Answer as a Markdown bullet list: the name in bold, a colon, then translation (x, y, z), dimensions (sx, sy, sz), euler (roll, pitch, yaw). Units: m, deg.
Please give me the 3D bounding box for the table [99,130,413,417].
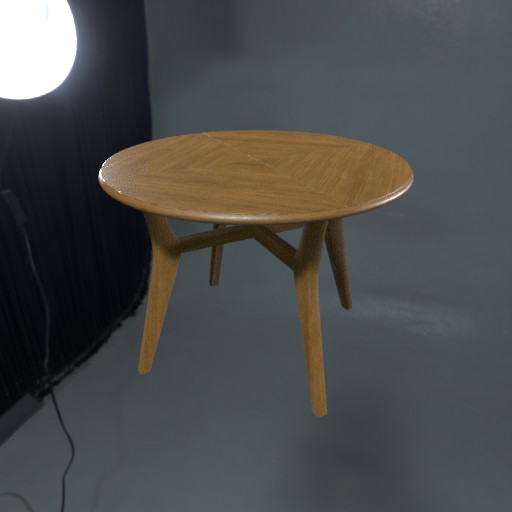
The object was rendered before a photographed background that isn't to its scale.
- **table**: translation (0.000, 0.000, 1.722), dimensions (1.055, 0.757, 1.055), euler (0, 27, 0)
